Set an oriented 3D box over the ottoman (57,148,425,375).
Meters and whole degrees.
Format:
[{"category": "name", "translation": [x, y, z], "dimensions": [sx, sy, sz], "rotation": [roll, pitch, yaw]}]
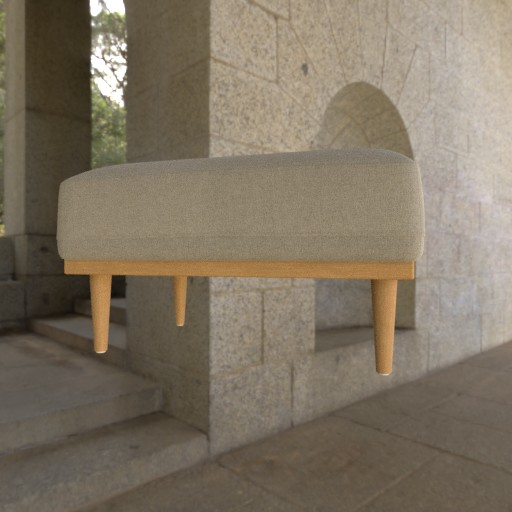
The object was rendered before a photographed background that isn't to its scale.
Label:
[{"category": "ottoman", "translation": [0.000, 0.000, 1.084], "dimensions": [0.749, 0.428, 0.549], "rotation": [0, 0, 17]}]
